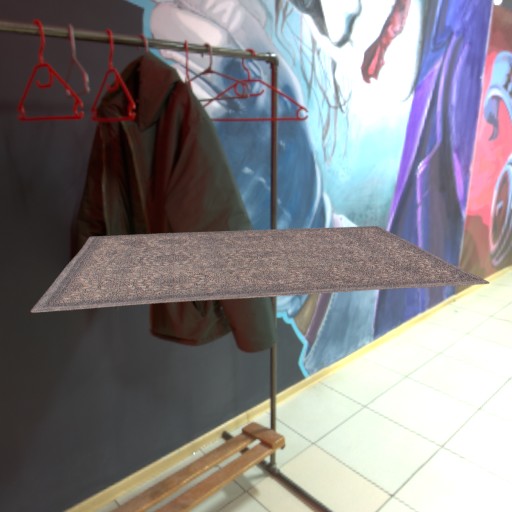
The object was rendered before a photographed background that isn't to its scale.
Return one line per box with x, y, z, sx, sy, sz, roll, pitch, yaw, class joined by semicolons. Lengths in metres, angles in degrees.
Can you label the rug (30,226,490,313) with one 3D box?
0.000;0.000;3.085;2.498;0.022;1.535;-3;17;-9;rug
